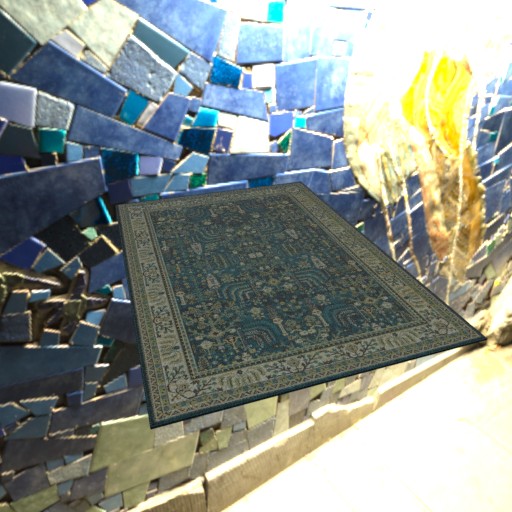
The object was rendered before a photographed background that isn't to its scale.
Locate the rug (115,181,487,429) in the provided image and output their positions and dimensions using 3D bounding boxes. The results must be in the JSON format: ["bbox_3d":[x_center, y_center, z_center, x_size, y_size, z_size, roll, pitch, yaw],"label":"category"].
[{"bbox_3d":[0.000,0.000,2.807,1.594,0.013,2.213,-10,32,-16],"label":"rug"}]
